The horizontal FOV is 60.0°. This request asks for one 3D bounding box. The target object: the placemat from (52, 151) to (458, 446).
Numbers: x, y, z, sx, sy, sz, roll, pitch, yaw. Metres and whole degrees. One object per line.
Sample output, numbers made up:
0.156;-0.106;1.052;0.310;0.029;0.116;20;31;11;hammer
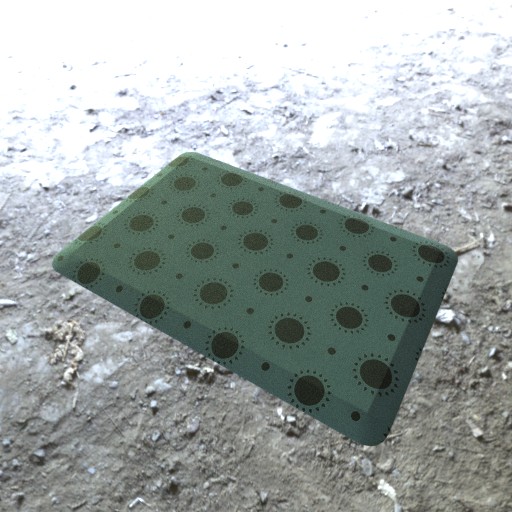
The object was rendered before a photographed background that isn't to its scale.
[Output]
0.000;0.000;0.965;0.762;0.021;0.508;24;52;20;placemat
